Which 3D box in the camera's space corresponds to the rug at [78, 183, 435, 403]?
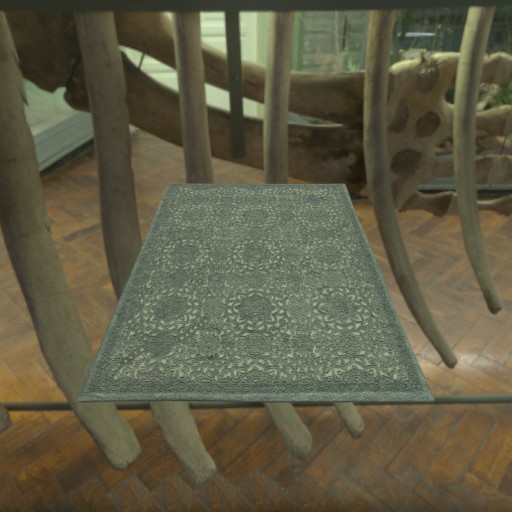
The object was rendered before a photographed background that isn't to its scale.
[{"bbox_3d":[0.000,0.000,2.277,1.224,0.016,1.830,0,33,0],"label":"rug"}]
